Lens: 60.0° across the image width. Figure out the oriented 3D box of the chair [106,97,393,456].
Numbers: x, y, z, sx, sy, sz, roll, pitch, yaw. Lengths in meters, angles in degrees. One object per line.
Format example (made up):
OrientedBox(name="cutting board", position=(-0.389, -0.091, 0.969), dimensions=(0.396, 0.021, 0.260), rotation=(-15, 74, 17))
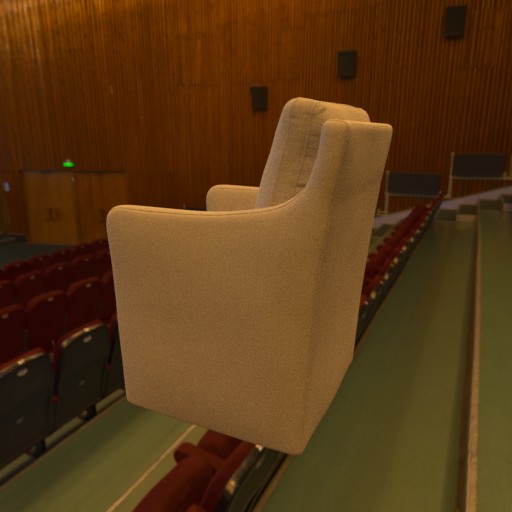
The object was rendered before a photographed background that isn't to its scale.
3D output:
OrientedBox(name="chair", position=(0.000, 0.000, 1.407), dimensions=(0.694, 0.914, 0.626), rotation=(7, 17, 24))
